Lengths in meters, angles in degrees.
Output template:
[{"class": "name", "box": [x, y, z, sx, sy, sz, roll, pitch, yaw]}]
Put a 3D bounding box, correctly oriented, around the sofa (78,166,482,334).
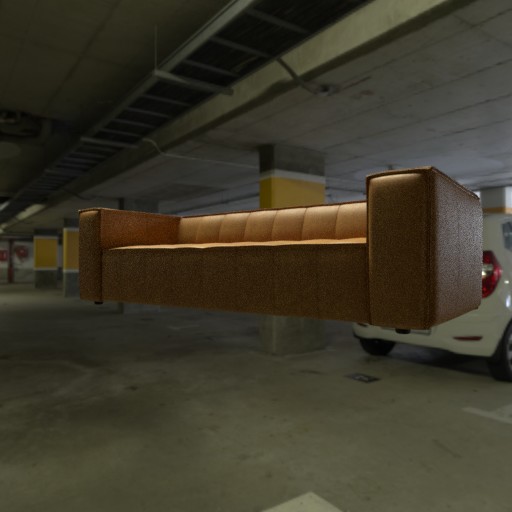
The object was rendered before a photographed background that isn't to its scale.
[{"class": "sofa", "box": [0.000, 0.000, 2.938, 2.581, 0.701, 1.102, -1, -1, 37]}]
